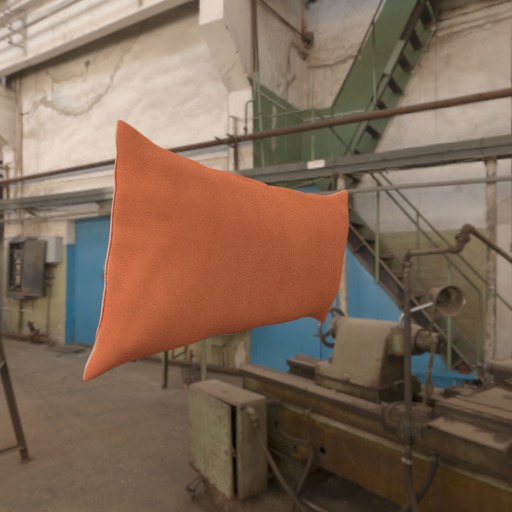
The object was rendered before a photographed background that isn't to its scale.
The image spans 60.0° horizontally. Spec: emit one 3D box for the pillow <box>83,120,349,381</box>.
[{"bbox_3d":[0.000,0.000,0.734,0.156,0.292,0.608,-1,-1,35],"label":"pillow"}]
